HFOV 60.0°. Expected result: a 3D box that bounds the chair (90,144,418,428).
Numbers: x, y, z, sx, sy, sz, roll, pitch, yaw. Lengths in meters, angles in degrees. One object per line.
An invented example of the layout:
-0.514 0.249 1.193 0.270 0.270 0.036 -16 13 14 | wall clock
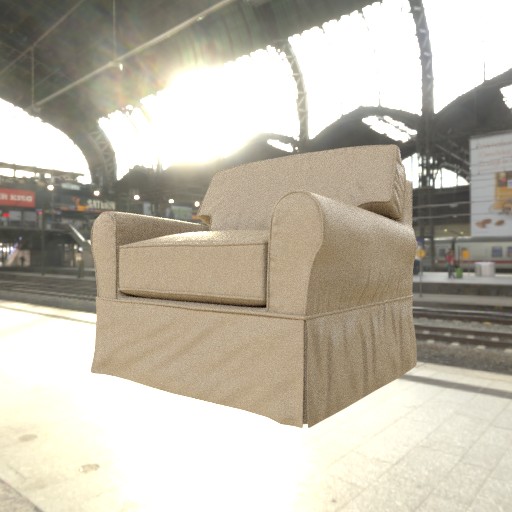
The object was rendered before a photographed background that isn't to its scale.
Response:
0.000 0.000 1.809 1.096 0.937 0.903 0 0 38 | chair
